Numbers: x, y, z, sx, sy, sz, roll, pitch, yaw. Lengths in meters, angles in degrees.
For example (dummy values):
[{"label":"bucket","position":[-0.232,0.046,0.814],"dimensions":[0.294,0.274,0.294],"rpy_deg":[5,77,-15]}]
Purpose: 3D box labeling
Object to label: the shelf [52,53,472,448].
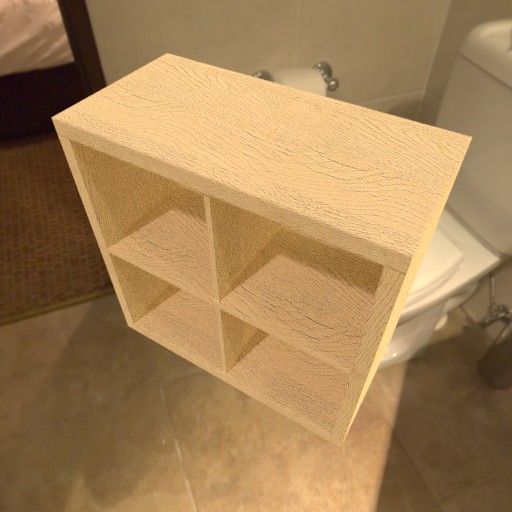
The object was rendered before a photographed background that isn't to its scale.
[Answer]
[{"label":"shelf","position":[0.000,0.000,1.211],"dimensions":[0.790,0.786,0.390],"rpy_deg":[24,51,21]}]
